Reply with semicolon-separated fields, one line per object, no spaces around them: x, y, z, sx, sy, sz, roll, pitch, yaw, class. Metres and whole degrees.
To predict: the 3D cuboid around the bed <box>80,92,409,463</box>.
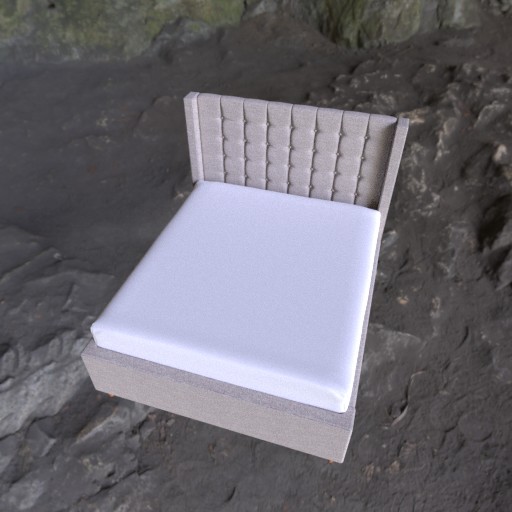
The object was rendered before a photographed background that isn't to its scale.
0.000;0.000;3.777;2.044;1.748;2.372;12;43;13;bed
